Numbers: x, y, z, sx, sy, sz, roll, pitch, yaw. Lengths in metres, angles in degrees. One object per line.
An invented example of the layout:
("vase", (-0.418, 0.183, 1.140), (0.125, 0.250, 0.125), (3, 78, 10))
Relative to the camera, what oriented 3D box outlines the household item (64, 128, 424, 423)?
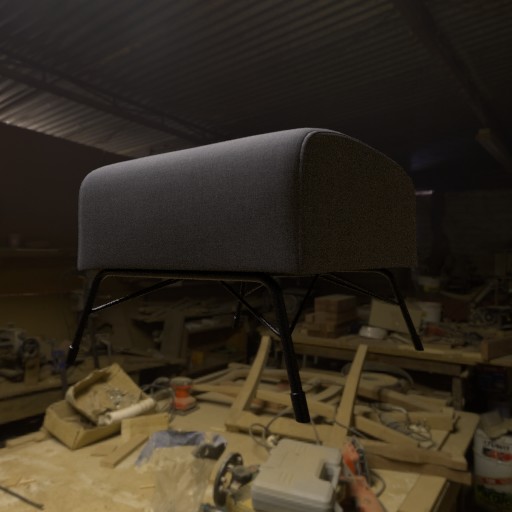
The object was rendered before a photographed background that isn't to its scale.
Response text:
("household item", (0.000, 0.000, 0.907), (0.530, 0.410, 0.530), (0, 0, 36))
